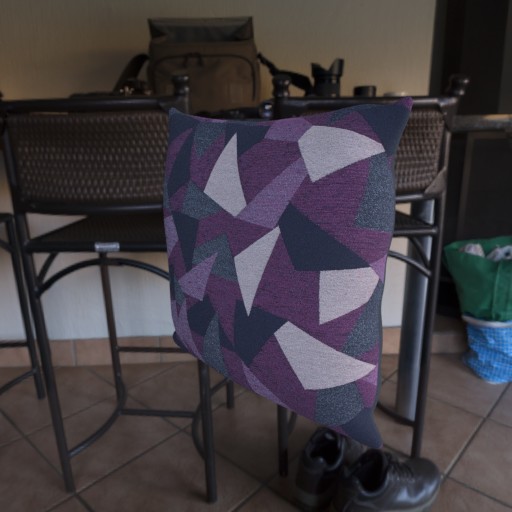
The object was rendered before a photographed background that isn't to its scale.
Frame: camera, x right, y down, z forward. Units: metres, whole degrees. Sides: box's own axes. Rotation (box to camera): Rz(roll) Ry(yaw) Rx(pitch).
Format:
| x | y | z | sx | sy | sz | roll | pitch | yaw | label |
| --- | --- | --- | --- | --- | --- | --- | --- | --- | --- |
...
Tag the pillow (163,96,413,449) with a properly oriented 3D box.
| x | y | z | sx | sy | sz | roll | pitch | yaw | label |
| --- | --- | --- | --- | --- | --- | --- | --- | --- | --- |
| 0.000 | 0.000 | 0.747 | 0.503 | 0.496 | 0.208 | 14 | 20 | 42 | pillow |
